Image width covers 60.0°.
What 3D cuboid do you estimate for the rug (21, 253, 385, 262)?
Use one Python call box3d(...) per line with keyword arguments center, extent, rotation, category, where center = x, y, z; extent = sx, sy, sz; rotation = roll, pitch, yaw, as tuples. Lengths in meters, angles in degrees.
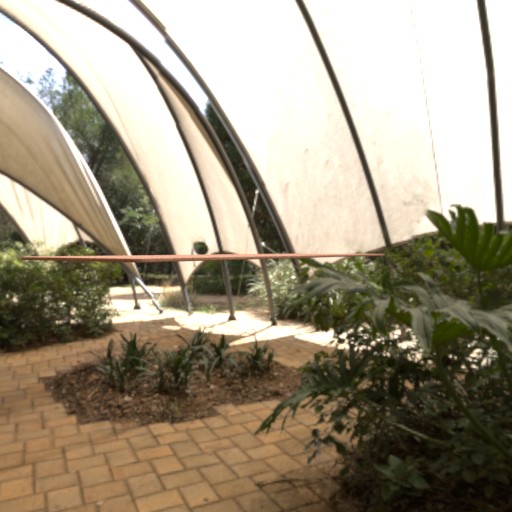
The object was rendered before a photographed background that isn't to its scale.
box3d(center=(0.000, 0.000, 2.654), extent=(0.760, 0.015, 2.435), rotation=(0, 1, 35), category="rug")
